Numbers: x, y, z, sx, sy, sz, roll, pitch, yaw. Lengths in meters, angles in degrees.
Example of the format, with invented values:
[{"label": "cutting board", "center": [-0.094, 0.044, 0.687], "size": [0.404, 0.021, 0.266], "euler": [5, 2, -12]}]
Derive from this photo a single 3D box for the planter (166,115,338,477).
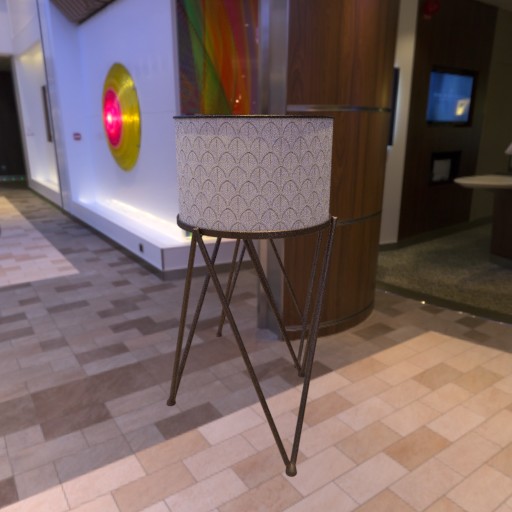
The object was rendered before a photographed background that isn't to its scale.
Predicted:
[{"label": "planter", "center": [0.000, 0.000, 1.197], "size": [0.413, 0.712, 0.769], "euler": [3, 17, 9]}]
